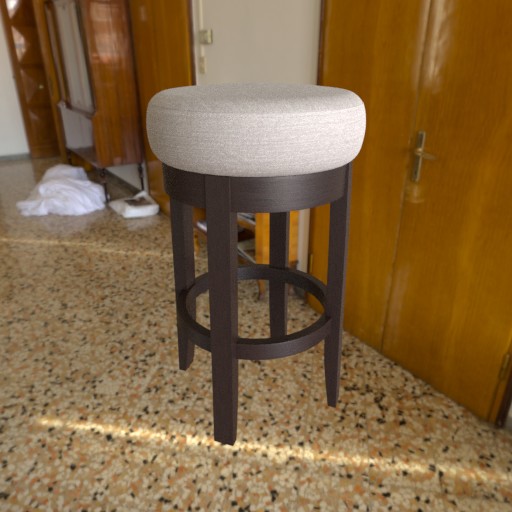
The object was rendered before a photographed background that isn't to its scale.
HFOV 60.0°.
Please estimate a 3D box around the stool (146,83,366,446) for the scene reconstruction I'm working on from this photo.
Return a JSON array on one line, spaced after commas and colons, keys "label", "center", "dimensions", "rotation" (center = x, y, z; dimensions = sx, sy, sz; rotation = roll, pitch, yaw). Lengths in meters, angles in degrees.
[{"label": "stool", "center": [0.000, 0.000, 1.043], "dimensions": [0.443, 0.757, 0.443], "rotation": [0, 25, 0]}]
